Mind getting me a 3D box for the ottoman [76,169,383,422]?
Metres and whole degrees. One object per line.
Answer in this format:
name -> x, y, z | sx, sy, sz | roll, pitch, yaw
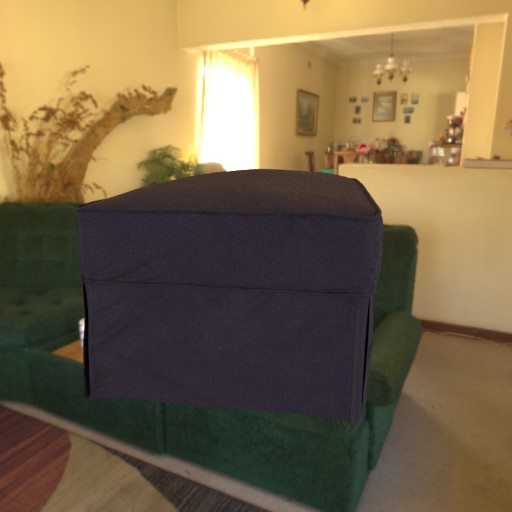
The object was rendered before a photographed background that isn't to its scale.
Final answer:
ottoman -> 0.000, 0.000, 1.333 | 0.637, 0.503, 0.938 | 2, 14, 9
